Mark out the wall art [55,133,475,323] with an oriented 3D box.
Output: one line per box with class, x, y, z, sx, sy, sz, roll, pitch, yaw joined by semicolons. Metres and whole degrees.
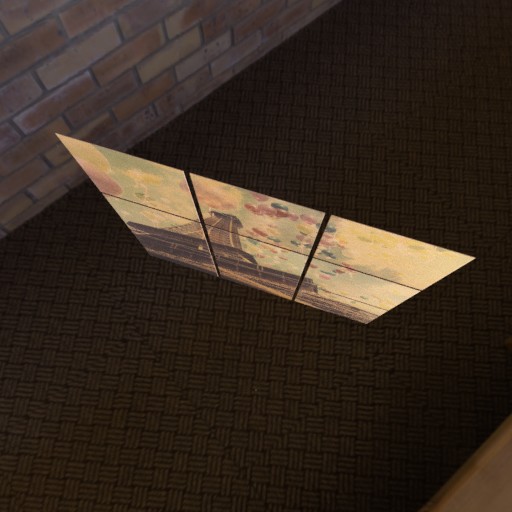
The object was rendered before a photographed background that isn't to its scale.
wall art;0.000;0.000;2.245;1.517;1.505;0.002;17;74;5
